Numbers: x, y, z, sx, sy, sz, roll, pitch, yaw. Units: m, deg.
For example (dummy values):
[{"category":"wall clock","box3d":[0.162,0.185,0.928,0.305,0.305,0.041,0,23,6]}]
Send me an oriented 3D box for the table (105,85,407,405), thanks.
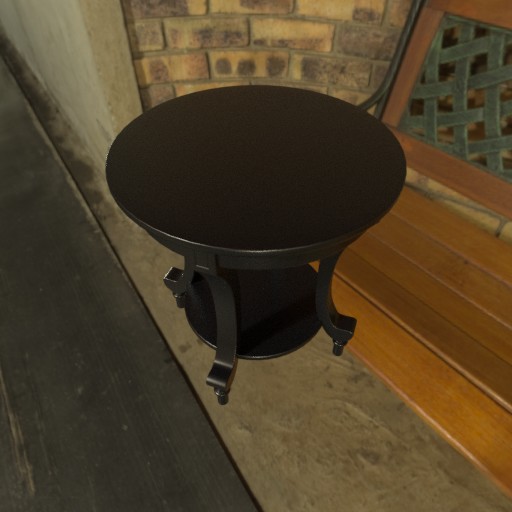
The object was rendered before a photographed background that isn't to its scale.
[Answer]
[{"category":"table","box3d":[0.000,0.000,1.117,0.597,0.618,0.597,0,45,0]}]
